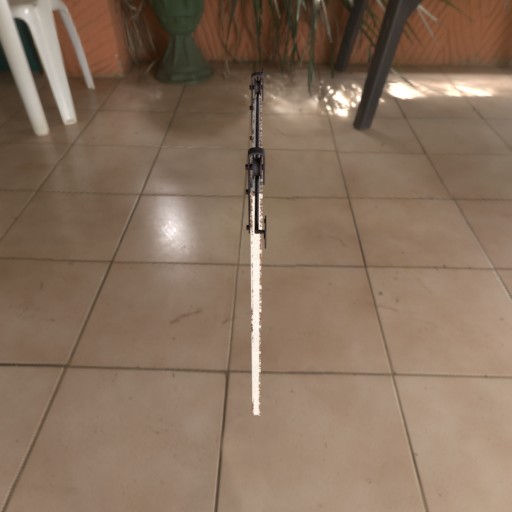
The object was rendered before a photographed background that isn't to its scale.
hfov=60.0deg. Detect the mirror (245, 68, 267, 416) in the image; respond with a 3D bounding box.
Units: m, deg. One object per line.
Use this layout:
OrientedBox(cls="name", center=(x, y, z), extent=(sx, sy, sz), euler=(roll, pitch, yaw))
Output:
OrientedBox(cls="mirror", center=(0.000, 0.000, 1.221), extent=(0.037, 0.844, 0.808), euler=(0, 40, 0))
